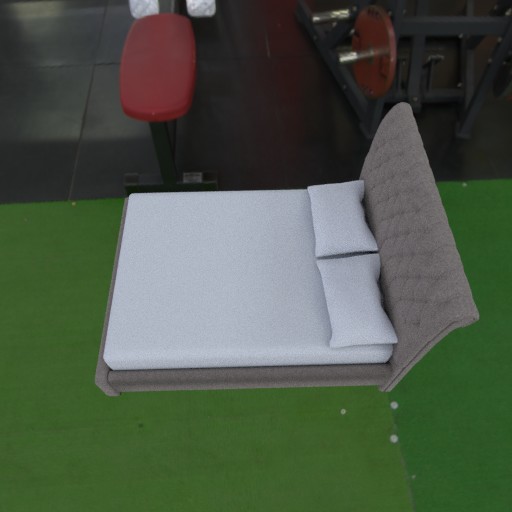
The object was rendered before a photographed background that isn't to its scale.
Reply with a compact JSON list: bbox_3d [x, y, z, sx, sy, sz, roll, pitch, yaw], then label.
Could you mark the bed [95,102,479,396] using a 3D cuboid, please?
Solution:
[{"bbox_3d":[0.000,0.000,3.227,2.252,1.371,1.645,-1,58,-1],"label":"bed"}]
